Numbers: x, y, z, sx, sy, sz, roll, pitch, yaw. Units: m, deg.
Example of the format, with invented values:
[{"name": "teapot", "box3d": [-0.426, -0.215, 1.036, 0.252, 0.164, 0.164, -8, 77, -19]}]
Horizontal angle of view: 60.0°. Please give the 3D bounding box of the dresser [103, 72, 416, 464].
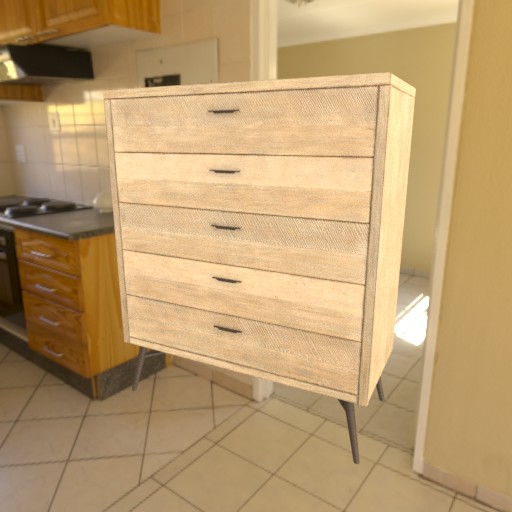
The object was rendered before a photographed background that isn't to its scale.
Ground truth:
[{"name": "dresser", "box3d": [0.000, 0.000, 1.722, 1.016, 1.219, 0.457, 8, 17, 26]}]
